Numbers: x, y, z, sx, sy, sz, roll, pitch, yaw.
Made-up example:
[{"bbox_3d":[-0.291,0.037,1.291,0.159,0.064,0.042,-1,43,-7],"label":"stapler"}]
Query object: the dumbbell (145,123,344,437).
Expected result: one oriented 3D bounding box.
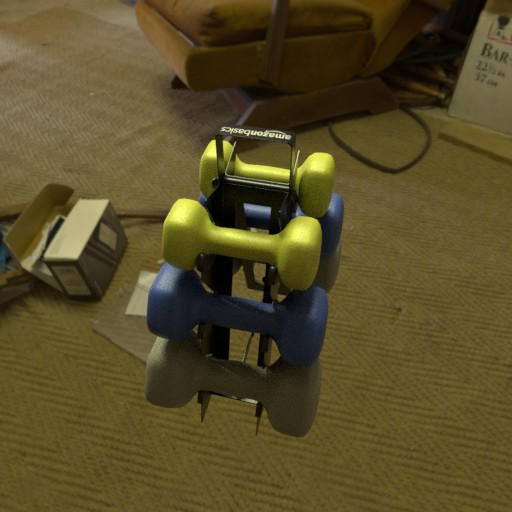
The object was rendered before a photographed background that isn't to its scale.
[{"bbox_3d":[0.000,0.000,0.681,0.261,0.426,0.416,10,47,9],"label":"dumbbell"}]
